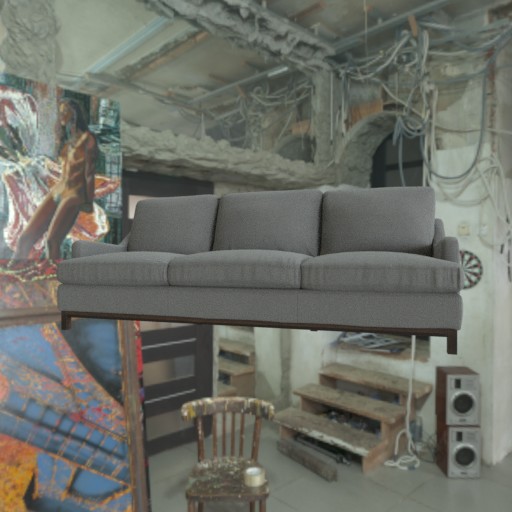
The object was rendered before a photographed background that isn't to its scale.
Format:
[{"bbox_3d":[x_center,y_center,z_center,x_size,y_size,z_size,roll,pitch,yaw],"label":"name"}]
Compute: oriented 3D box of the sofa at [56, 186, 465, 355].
[{"bbox_3d":[0.000,0.000,2.865,2.344,0.926,0.987,0,0,17],"label":"sofa"}]
